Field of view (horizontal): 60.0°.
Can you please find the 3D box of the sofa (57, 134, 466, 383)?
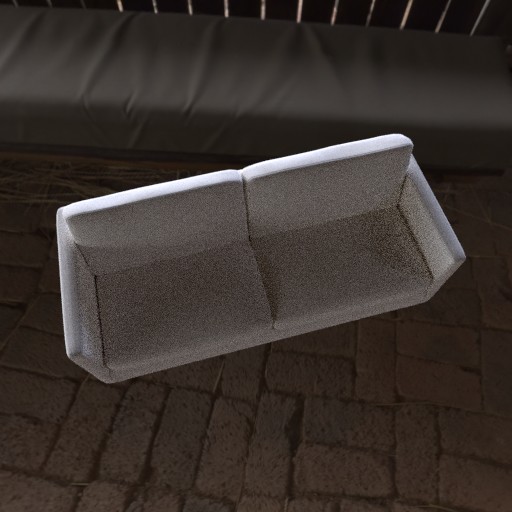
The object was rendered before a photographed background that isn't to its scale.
[{"bbox_3d":[0.000,0.000,2.672,2.139,0.933,0.924,-13,64,-7],"label":"sofa"}]
